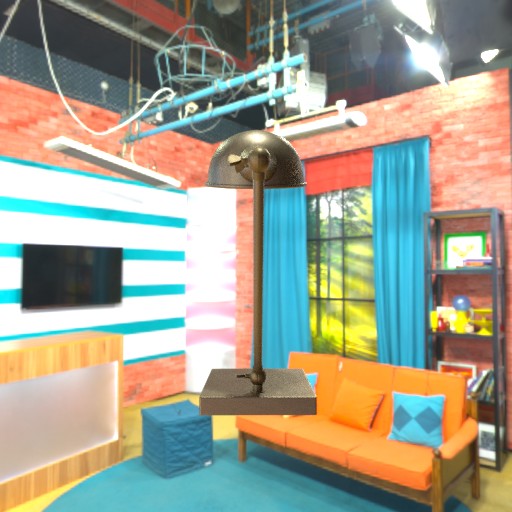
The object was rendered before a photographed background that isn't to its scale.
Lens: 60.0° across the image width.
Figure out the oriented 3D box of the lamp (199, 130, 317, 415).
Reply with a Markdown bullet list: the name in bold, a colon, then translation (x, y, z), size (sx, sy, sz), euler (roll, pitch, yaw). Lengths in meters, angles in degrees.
- **lamp**: translation (0.000, 0.000, 0.548), size (0.149, 0.371, 0.339), euler (0, -2, 0)
